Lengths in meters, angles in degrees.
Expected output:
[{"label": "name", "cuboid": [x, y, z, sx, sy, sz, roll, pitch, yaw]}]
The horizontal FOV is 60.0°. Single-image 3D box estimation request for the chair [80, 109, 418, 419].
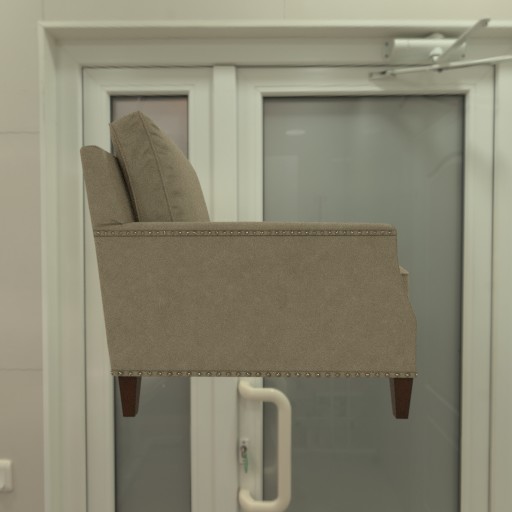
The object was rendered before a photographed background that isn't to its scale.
[{"label": "chair", "cuboid": [0.000, 0.000, 1.706, 1.014, 0.943, 0.853, 0, 1, 1]}]
